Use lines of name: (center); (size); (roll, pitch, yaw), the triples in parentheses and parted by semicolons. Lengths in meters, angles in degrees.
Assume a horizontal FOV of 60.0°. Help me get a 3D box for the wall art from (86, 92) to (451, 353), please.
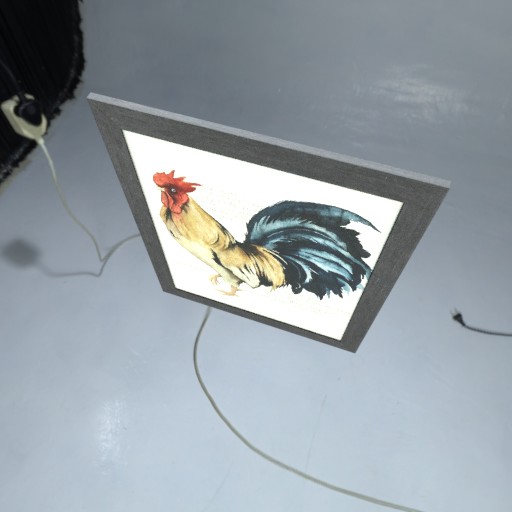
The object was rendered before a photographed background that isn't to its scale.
wall art: (0.000, 0.000, 0.796); (0.476, 0.570, 0.013); (17, 60, 10)
